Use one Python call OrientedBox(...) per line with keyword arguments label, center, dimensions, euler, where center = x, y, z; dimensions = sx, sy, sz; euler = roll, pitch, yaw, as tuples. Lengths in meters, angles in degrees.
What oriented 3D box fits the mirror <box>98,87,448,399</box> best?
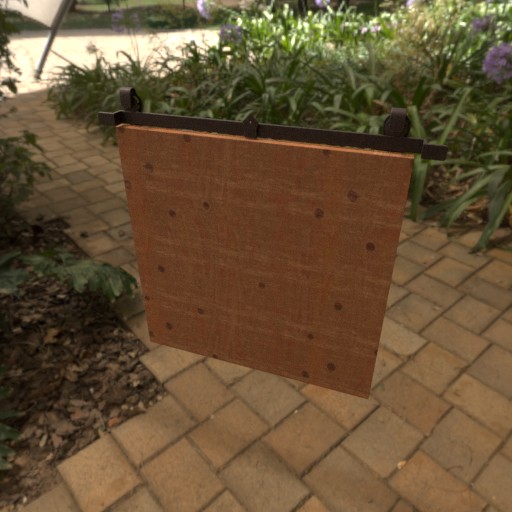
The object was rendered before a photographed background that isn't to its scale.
OrientedBox(label="mirror", center=(0.000, 0.000, 1.166), dimensions=(0.805, 0.800, 0.054), euler=(11, 33, 17))
